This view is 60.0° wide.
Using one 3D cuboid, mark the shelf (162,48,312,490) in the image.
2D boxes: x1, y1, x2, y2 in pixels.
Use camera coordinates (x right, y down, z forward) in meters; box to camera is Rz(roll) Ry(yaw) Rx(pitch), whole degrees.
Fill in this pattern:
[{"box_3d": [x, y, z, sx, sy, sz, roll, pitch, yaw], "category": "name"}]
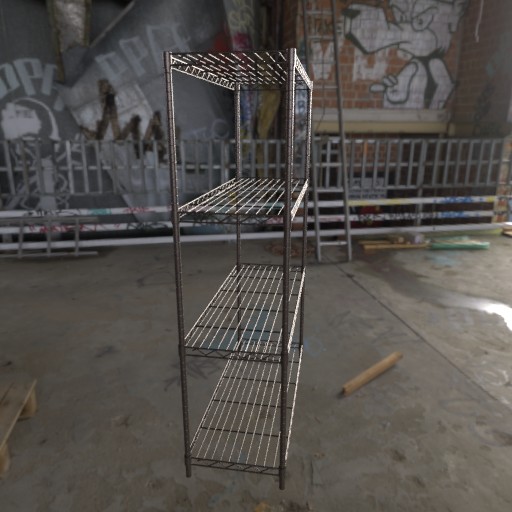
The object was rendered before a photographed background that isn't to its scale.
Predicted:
[{"box_3d": [0.000, 0.000, 1.748, 0.352, 1.361, 0.907, 3, 17, 9], "category": "shelf"}]
